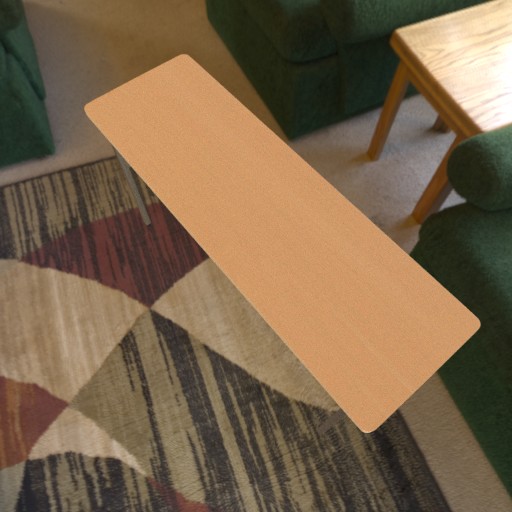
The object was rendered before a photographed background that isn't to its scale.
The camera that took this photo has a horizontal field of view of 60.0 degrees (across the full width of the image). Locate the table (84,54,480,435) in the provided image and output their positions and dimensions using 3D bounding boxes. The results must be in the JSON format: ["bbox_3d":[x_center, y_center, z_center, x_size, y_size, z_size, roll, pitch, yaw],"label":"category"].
[{"bbox_3d":[0.000,0.000,1.709,0.446,0.750,1.397,-36,68,-17],"label":"table"}]
